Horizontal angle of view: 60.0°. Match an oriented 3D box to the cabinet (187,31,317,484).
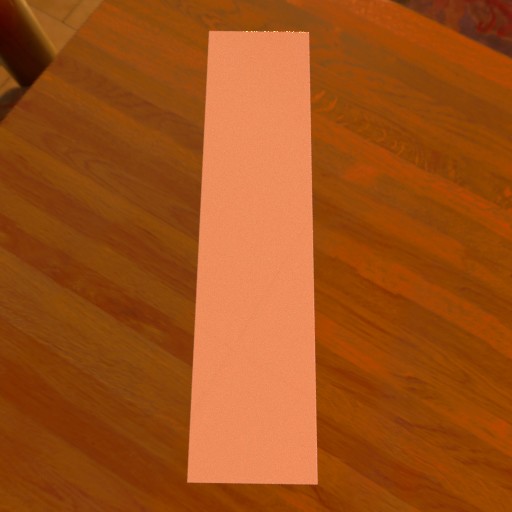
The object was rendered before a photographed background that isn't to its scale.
[{"bbox_3d":[0.000,0.000,1.955,0.400,0.800,1.650,1,75,0],"label":"cabinet"}]
